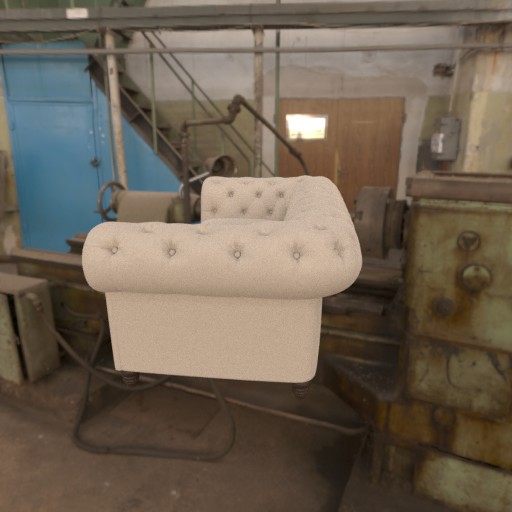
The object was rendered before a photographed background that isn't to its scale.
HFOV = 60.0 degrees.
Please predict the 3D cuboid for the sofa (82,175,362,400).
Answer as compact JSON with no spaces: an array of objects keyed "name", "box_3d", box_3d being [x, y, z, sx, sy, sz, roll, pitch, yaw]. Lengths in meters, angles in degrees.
[{"name":"sofa","box_3d":[0.000,0.000,2.478,0.986,0.764,1.998,2,16,7]}]
